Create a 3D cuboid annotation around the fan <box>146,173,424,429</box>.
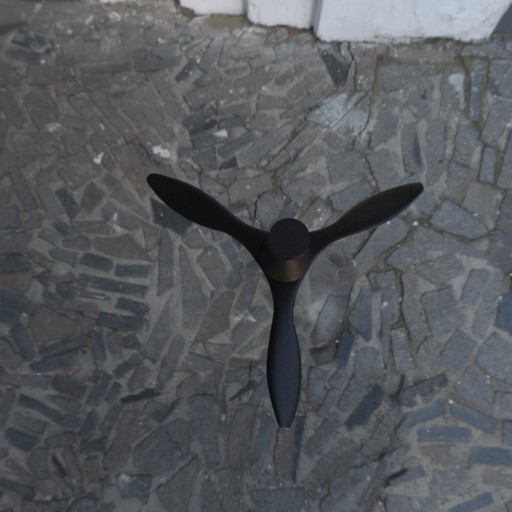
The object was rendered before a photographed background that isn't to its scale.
[{"bbox_3d":[0.000,0.000,1.623,1.067,0.305,1.067,19,76,5],"label":"fan"}]
